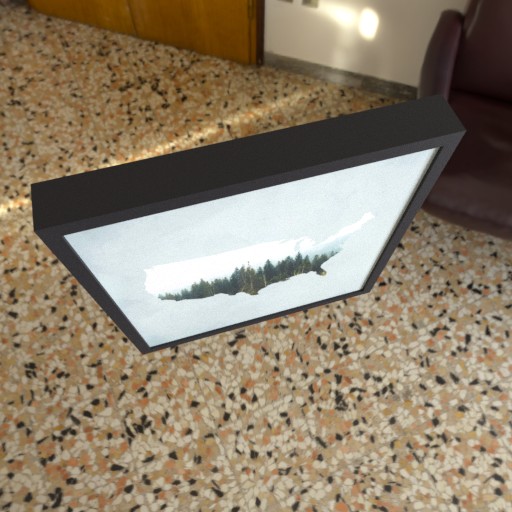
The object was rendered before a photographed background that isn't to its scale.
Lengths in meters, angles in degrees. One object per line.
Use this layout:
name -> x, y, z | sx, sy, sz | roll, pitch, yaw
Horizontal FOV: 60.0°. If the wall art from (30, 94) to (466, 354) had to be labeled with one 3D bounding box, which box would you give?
wall art -> 0.000, 0.000, 0.443 | 0.304, 0.304, 0.038 | -14, 64, -7
